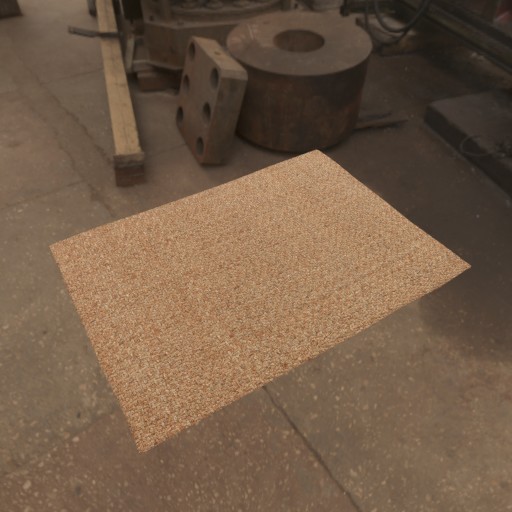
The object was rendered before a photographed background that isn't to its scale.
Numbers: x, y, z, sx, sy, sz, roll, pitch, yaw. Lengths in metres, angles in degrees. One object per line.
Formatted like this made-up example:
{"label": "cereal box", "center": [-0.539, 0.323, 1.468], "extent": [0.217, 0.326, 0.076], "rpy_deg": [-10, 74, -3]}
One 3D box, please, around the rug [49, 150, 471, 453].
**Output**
{"label": "rug", "center": [0.000, 0.000, 2.756], "extent": [2.141, 0.013, 1.566], "rpy_deg": [-24, 50, -22]}
